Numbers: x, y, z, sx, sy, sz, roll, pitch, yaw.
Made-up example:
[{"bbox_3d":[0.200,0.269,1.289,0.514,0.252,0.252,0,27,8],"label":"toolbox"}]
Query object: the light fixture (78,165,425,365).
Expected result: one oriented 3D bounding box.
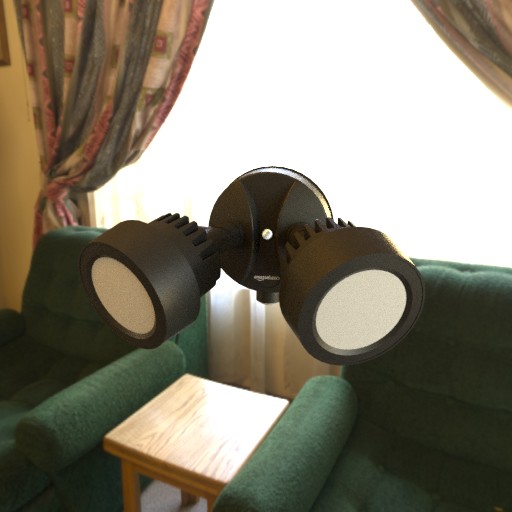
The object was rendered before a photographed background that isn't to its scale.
[{"bbox_3d":[0.000,0.000,0.316,0.213,0.120,0.168,2,14,10],"label":"light fixture"}]
